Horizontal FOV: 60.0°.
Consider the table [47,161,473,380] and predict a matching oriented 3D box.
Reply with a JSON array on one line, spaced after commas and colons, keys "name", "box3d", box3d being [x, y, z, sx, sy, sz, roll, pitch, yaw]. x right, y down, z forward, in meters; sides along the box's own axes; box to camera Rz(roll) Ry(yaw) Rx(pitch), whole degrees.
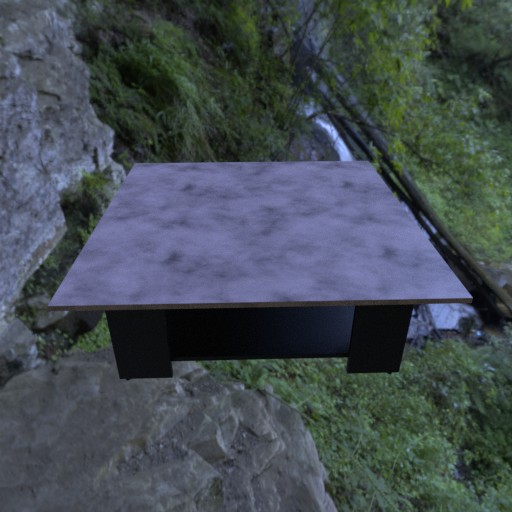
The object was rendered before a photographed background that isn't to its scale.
[{"name": "table", "box3d": [0.000, 0.000, 1.385, 0.890, 0.305, 0.890, -1, 31, -2]}]
